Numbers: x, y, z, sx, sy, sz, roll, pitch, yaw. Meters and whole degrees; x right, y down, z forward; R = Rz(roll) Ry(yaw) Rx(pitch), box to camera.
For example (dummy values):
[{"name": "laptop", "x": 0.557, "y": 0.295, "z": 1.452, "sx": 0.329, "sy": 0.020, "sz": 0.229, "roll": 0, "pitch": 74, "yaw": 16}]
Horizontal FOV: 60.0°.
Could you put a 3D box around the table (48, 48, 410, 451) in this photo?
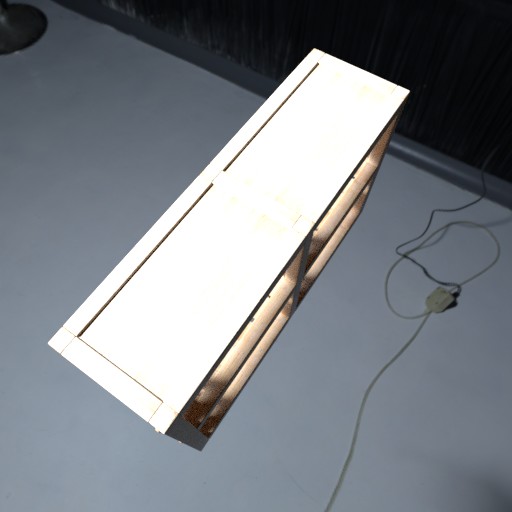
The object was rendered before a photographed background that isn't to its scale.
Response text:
[{"name": "table", "x": 0.000, "y": 0.000, "z": 1.647, "sx": 0.381, "sy": 0.762, "sz": 1.320, "roll": 31, "pitch": 67, "yaw": 15}]
